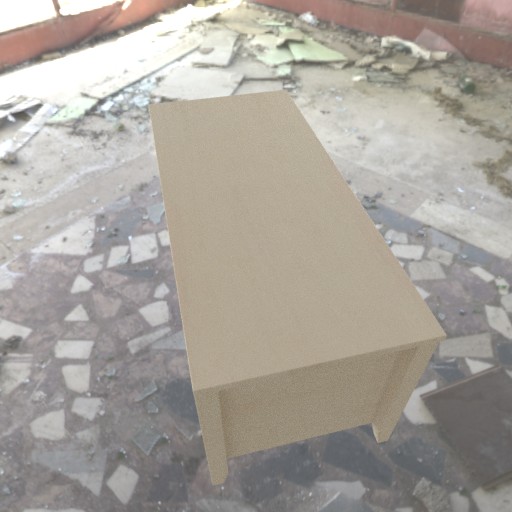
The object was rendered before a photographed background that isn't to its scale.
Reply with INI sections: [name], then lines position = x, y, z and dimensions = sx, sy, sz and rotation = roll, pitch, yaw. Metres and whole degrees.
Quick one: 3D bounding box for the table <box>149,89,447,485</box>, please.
[table]
position = 0.000, 0.000, 1.273
dimensions = 0.457, 0.483, 1.016
rotation = -10, 46, -10
